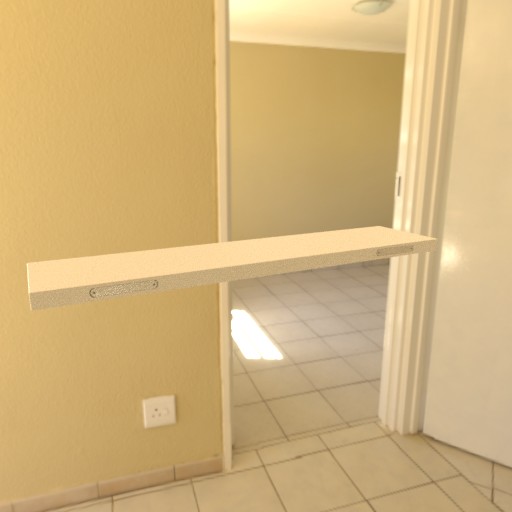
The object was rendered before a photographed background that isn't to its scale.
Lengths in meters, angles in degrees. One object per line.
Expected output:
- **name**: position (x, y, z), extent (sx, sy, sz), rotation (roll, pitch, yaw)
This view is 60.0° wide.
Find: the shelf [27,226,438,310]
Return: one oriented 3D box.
- **shelf**: position (0.000, 0.000, 0.664), extent (0.610, 0.020, 0.140), rotation (-7, 16, -26)
